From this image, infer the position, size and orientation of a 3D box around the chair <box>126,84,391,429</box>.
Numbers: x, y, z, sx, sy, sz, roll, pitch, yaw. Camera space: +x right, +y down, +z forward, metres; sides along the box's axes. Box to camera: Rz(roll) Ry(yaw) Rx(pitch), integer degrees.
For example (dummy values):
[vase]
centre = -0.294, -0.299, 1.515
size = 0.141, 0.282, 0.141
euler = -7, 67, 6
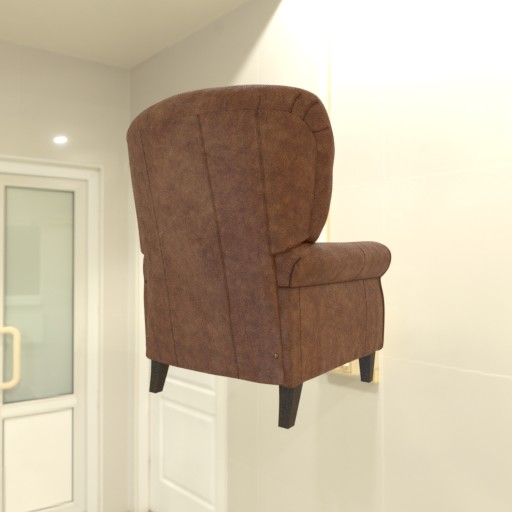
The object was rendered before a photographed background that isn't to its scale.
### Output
[chair]
centre = 0.000, 0.000, 1.934
size = 0.951, 1.164, 1.059
euler = 0, -1, 37
